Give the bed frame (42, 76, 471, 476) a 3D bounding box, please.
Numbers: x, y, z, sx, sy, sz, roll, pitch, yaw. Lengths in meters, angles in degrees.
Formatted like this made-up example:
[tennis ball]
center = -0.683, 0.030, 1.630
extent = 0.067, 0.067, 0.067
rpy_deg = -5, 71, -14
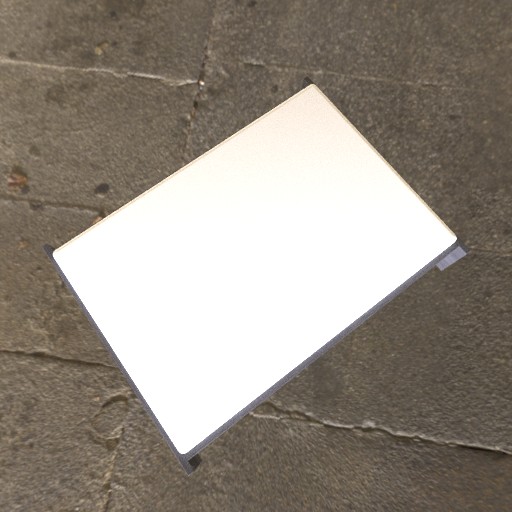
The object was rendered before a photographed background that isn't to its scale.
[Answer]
[bed frame]
center = 0.000, 0.000, 2.671
extent = 1.950, 0.432, 1.490
rpy_deg = -36, 76, -10
